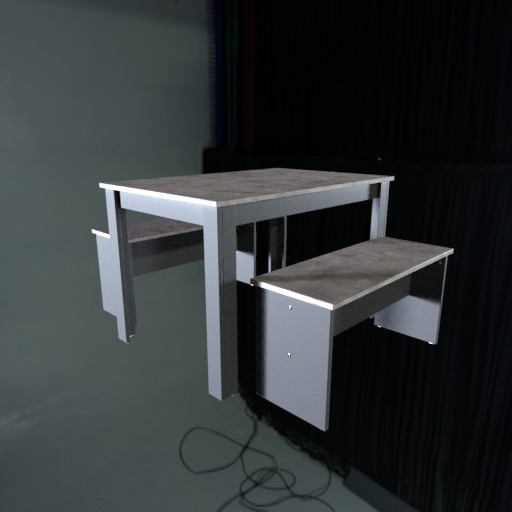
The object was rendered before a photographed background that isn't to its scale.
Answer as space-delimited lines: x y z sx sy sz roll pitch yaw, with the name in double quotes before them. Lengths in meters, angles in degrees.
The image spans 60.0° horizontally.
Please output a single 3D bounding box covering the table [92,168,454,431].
"table" 0.000 0.000 2.044 1.443 0.700 1.100 15 21 42
